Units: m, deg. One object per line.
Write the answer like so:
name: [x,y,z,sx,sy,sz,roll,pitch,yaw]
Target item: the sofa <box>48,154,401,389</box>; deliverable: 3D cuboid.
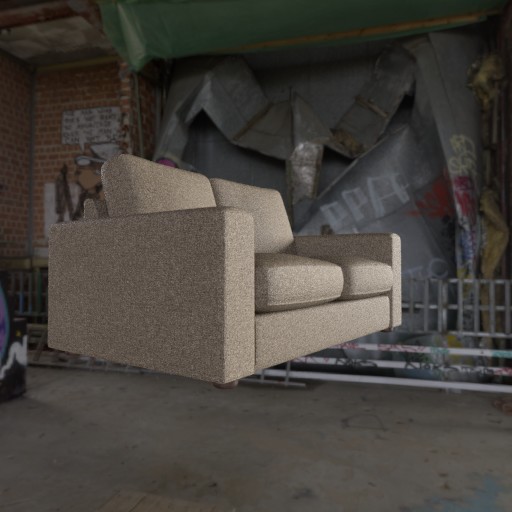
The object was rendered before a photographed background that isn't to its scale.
sofa: [0.000,0.000,2.229,1.016,0.873,1.616,-1,-1,36]
